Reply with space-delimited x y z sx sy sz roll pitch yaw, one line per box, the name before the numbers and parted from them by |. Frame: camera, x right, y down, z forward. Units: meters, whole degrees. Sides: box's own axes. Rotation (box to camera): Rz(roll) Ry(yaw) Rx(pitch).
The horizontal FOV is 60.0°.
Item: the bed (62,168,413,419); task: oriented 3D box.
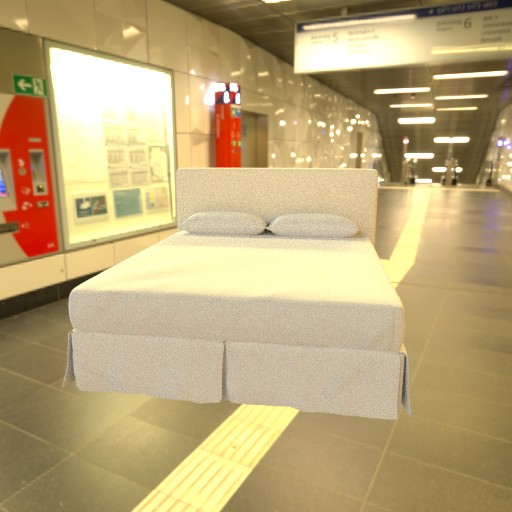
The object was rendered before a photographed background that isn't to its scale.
bed | 0.000 0.000 3.559 2.119 1.317 2.341 2 13 9
